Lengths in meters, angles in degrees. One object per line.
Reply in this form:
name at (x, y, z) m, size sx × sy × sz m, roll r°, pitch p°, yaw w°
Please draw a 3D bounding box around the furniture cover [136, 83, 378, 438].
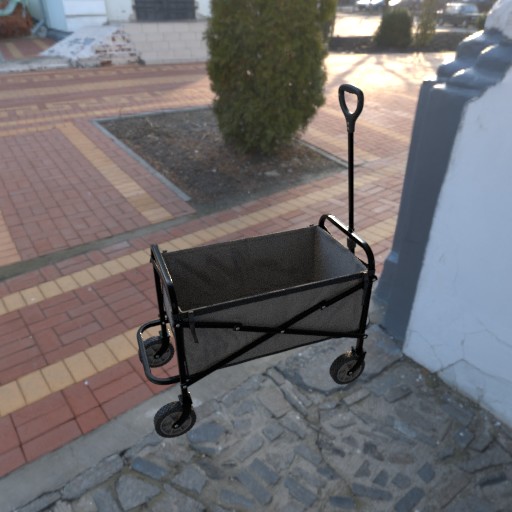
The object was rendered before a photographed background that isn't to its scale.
furniture cover at (0.000, 0.000, 1.828) m, size 1.038 × 1.295 × 0.532 m, roll -11°, pitch 32°, yaw -18°
